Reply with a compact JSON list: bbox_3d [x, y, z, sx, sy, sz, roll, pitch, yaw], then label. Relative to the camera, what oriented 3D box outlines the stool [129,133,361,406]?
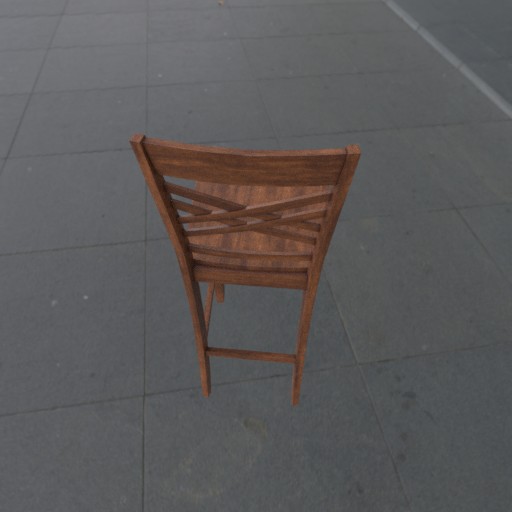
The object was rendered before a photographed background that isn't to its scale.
[{"bbox_3d":[0.000,0.000,1.368,0.426,1.098,0.504,4,47,4],"label":"stool"}]
